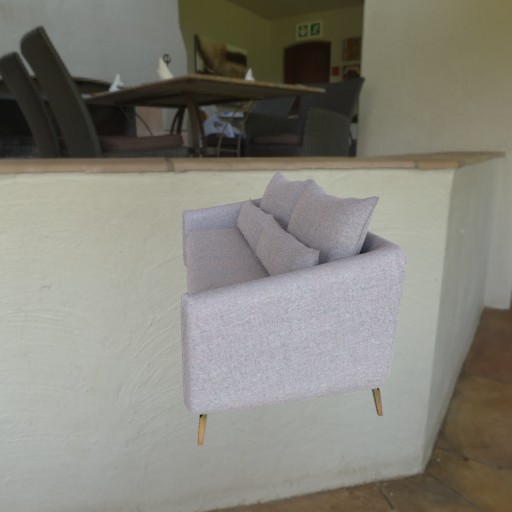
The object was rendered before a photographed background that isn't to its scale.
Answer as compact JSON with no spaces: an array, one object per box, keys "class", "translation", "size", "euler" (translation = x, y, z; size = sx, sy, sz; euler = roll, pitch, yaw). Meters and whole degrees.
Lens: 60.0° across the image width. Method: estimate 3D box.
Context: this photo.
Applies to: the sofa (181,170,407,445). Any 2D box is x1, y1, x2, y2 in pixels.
[{"class":"sofa","translation":[0.000,0.000,2.441],"size":[0.809,0.833,2.022],"euler":[-2,14,-9]}]
